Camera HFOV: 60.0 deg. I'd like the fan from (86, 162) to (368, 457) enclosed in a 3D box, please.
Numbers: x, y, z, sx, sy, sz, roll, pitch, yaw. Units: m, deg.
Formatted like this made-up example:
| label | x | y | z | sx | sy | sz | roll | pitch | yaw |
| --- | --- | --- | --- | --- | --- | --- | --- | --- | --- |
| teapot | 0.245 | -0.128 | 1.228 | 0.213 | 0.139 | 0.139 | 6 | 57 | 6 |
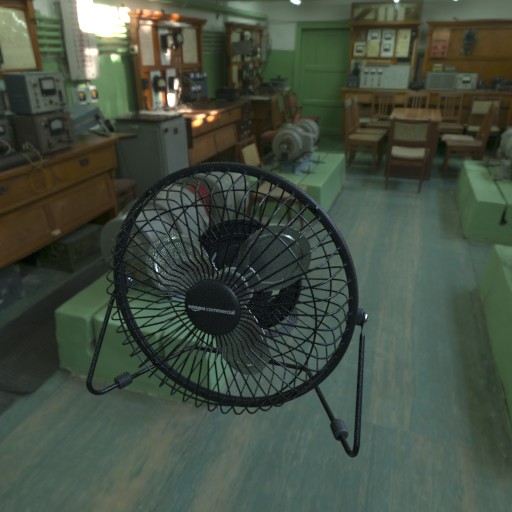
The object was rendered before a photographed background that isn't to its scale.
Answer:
| label | x | y | z | sx | sy | sz | roll | pitch | yaw |
| --- | --- | --- | --- | --- | --- | --- | --- | --- | --- |
| fan | 0.000 | 0.000 | 0.380 | 0.209 | 0.188 | 0.227 | 7 | 26 | 15 |
